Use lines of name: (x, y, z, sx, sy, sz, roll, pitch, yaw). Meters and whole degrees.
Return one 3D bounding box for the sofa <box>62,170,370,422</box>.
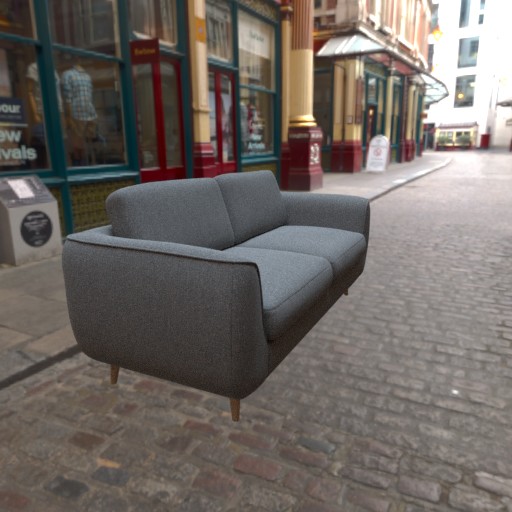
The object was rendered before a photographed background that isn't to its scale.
sofa: (0.000, 0.000, 2.465, 0.920, 0.870, 2.000, 7, 16, 25)
